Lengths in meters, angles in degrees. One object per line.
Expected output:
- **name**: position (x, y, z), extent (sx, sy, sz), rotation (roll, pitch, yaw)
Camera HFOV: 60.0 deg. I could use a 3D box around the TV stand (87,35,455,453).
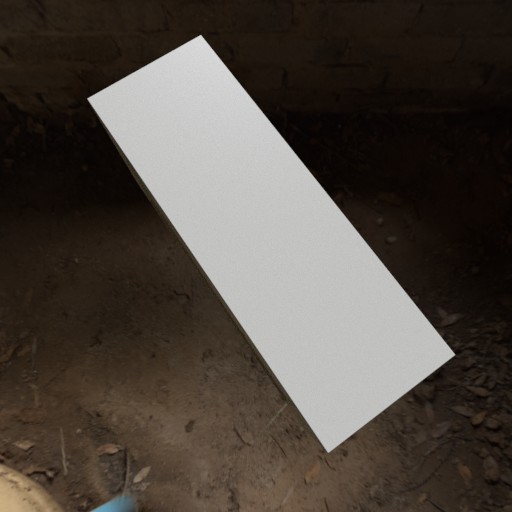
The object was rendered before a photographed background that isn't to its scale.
- **TV stand**: position (0.000, 0.000, 1.617), extent (0.406, 0.812, 1.193), rotation (-34, 77, -9)
